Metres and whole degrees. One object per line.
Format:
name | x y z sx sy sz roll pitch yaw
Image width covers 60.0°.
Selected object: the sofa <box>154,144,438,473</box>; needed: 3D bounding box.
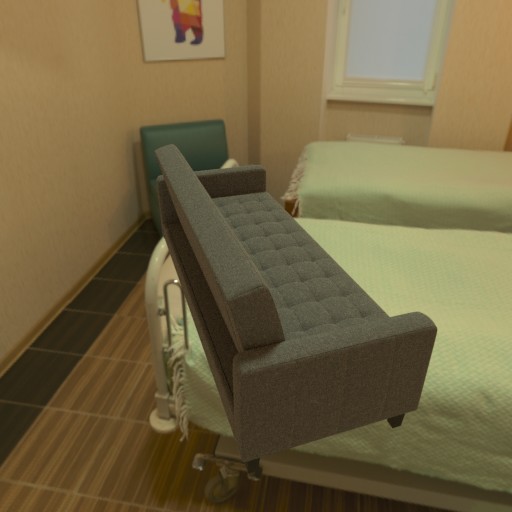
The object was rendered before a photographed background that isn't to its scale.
sofa | 0.000 0.000 2.470 0.810 0.850 2.040 -10 31 -16
